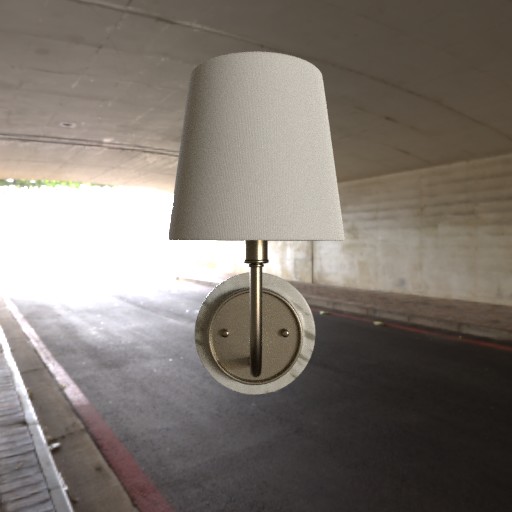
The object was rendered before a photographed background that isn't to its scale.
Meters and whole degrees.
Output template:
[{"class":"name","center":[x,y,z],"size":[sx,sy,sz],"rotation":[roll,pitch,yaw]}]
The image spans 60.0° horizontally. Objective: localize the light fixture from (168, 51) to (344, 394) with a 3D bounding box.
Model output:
[{"class":"light fixture","center":[0.000,0.000,0.437],"size":[0.168,0.337,0.188],"rotation":[0,2,-1]}]
